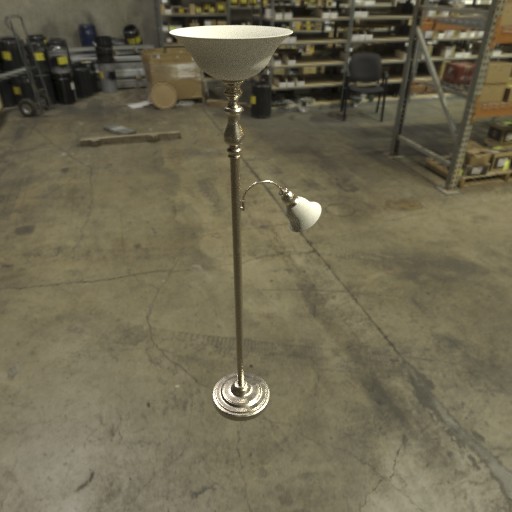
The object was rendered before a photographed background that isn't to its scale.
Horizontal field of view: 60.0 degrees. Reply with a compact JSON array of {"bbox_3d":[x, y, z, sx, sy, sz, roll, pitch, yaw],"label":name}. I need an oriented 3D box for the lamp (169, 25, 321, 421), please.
[{"bbox_3d":[0.000,0.000,1.959,0.575,1.785,0.405,-10,34,-15],"label":"lamp"}]
